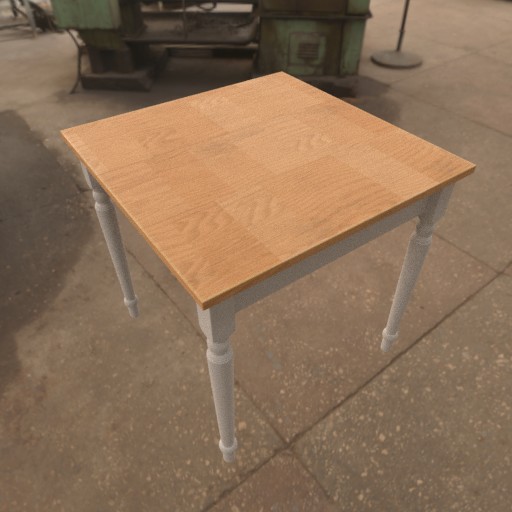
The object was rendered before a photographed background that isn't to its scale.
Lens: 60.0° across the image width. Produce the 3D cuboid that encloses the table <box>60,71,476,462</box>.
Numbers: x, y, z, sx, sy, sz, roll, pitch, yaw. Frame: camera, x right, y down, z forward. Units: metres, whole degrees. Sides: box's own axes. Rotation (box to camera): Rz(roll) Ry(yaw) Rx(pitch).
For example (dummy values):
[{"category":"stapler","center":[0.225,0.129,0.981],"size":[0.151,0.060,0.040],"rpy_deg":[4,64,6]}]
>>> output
[{"category":"table","center":[0.000,0.000,1.358],"size":[0.747,0.738,0.747],"rpy_deg":[-26,48,-25]}]
